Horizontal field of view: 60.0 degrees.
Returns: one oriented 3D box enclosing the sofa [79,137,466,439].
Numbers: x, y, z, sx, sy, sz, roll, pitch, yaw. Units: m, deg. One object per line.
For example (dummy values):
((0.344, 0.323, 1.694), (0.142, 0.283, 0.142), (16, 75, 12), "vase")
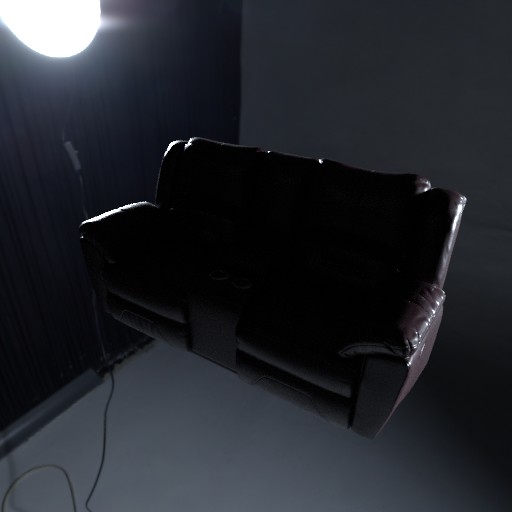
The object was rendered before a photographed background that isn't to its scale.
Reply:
((0.000, 0.000, 2.575), (2.058, 1.043, 0.991), (18, 33, 29), "sofa")
